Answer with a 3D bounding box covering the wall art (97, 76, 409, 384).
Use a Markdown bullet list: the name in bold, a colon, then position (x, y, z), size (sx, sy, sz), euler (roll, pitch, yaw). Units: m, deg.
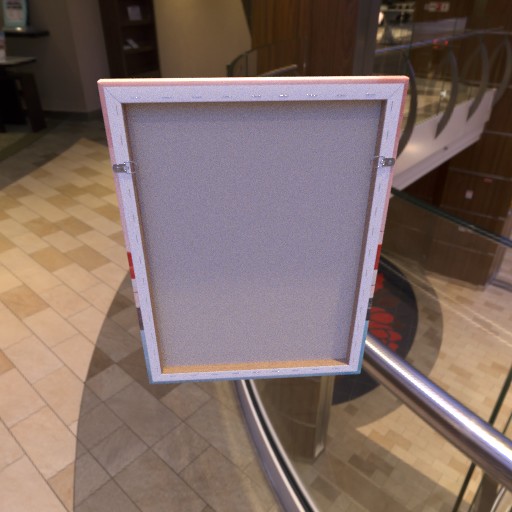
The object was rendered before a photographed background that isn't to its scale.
- **wall art**: position (0.000, 0.000, 1.351), size (0.761, 1.016, 0.039), euler (-2, 31, -3)
